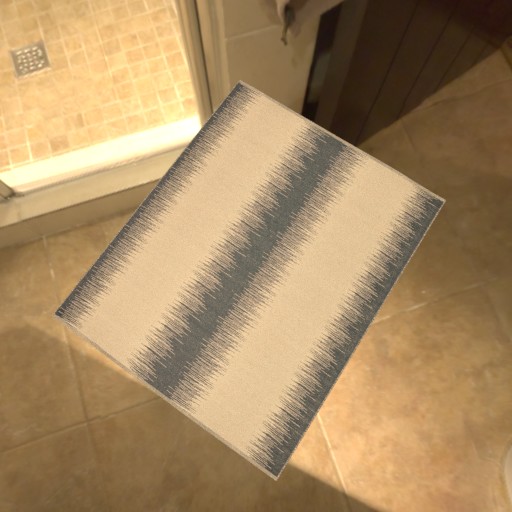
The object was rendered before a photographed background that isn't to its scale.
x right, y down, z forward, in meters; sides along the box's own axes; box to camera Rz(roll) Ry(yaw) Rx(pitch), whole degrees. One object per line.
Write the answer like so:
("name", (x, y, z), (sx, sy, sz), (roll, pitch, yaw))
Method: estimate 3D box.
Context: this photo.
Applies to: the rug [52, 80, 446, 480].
("rug", (0.000, 0.000, 4.190), (2.453, 0.004, 3.037), (33, 77, 8))
